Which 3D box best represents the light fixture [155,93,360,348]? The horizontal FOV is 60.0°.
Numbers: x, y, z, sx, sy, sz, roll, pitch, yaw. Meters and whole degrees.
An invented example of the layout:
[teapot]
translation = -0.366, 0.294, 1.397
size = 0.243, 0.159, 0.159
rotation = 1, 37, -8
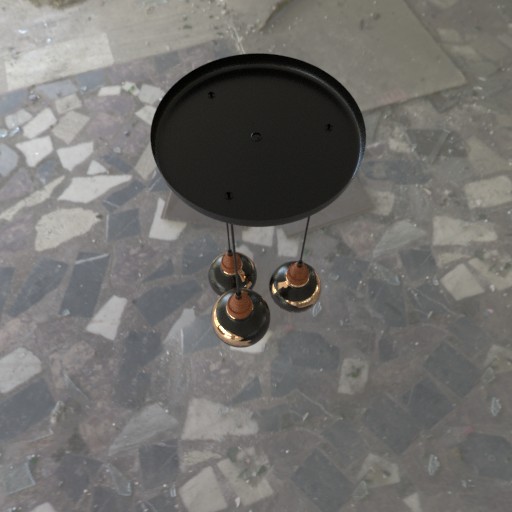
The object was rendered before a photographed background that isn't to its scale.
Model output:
[light fixture]
translation = 0.000, 0.000, 1.772
size = 0.608, 1.410, 0.605
rotation = 15, 65, 7
